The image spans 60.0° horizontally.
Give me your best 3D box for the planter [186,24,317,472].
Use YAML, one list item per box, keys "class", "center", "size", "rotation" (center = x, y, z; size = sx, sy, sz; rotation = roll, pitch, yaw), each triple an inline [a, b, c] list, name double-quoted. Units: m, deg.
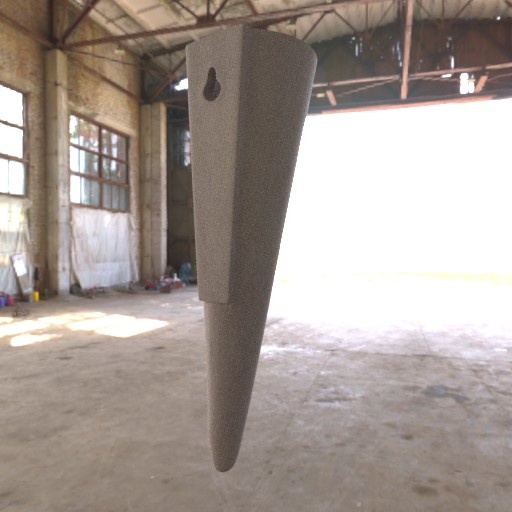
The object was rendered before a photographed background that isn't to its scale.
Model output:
- class: "planter"
  center: [0.000, 0.000, 0.293]
  size: [0.078, 0.259, 0.087]
  rotation: [0, 1, 37]
